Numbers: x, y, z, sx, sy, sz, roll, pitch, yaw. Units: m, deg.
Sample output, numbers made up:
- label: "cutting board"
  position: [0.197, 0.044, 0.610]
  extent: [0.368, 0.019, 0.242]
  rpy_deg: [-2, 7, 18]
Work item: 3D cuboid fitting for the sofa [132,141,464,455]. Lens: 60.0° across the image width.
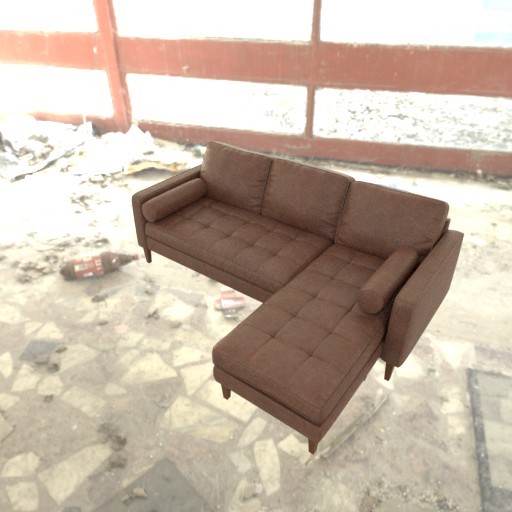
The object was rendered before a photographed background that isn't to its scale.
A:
- label: "sofa"
  position: [0.000, 0.000, 2.930]
  extent: [2.185, 0.841, 1.613]
  rpy_deg: [22, 39, 30]
